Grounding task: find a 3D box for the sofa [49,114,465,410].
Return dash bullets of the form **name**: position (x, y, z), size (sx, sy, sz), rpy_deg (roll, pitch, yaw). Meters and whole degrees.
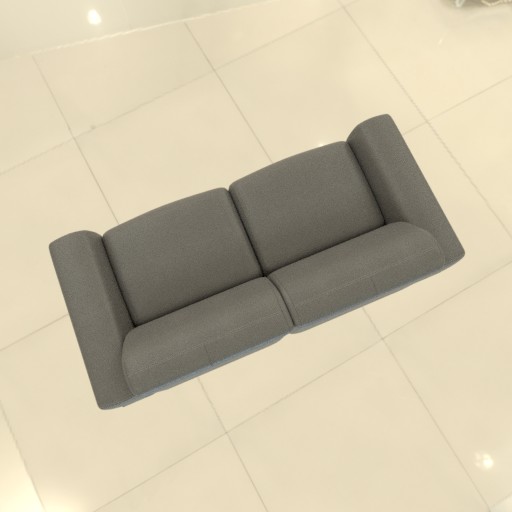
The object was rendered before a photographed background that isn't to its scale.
- **sofa**: position (0.000, 0.000, 2.326), size (1.901, 0.772, 0.900), rpy_deg (-22, 77, -5)
